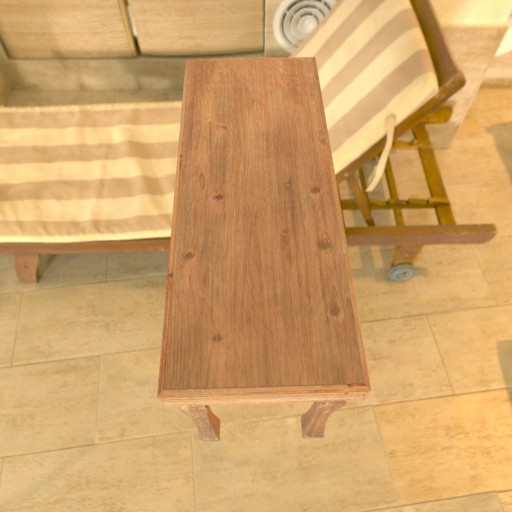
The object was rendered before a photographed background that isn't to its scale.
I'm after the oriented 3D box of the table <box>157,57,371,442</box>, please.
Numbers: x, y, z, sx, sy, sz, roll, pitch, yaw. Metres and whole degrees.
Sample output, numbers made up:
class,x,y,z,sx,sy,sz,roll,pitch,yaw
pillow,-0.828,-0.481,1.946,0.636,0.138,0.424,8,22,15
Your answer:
class,x,y,z,sx,sy,sz,roll,pitch,yaw
table,0.000,0.000,1.794,0.522,0.873,1.330,-2,58,-1
